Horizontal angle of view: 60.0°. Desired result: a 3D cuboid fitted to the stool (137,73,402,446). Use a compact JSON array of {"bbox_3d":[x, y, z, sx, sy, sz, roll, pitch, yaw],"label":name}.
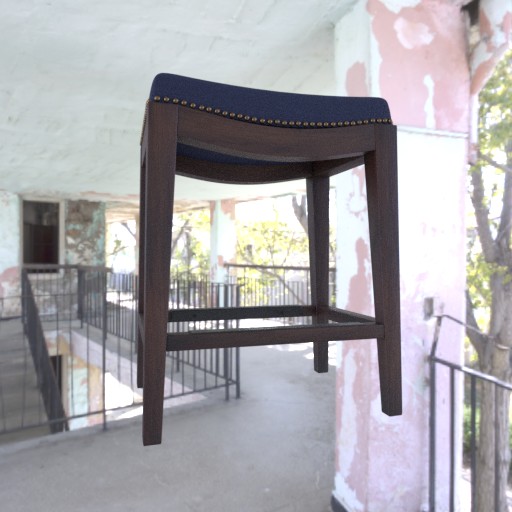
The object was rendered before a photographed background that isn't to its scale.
[{"bbox_3d":[0.000,0.000,0.980,0.500,0.642,0.361,0,0,-17],"label":"stool"}]
